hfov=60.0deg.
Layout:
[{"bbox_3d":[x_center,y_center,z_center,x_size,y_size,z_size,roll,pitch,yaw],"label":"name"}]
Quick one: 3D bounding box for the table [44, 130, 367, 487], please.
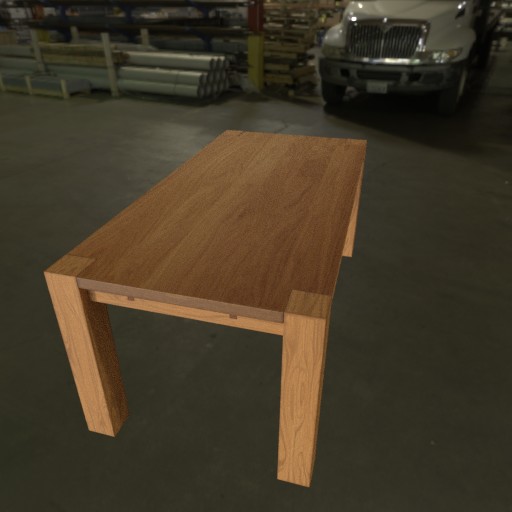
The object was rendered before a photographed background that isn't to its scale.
[{"bbox_3d":[0.000,0.000,2.243,0.900,0.760,1.800,8,31,13],"label":"table"}]
